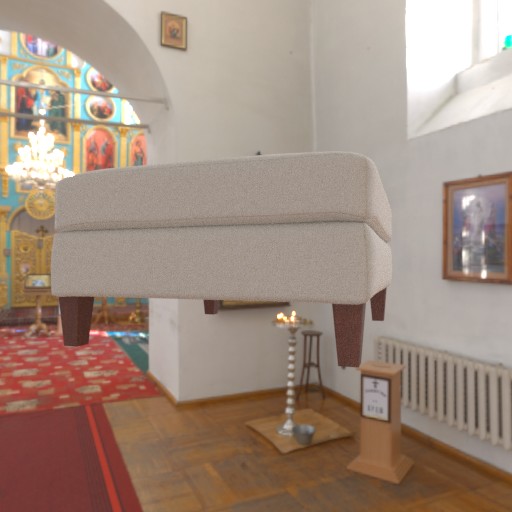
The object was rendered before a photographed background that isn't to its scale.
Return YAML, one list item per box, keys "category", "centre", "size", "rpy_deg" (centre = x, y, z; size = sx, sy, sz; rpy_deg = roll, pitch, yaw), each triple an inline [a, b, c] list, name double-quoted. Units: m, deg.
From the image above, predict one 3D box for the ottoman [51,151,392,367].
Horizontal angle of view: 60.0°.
- category: "ottoman"
  centre: [0.000, 0.000, 1.474]
  size: [0.836, 0.492, 0.976]
  rpy_deg: [-1, -2, 19]
